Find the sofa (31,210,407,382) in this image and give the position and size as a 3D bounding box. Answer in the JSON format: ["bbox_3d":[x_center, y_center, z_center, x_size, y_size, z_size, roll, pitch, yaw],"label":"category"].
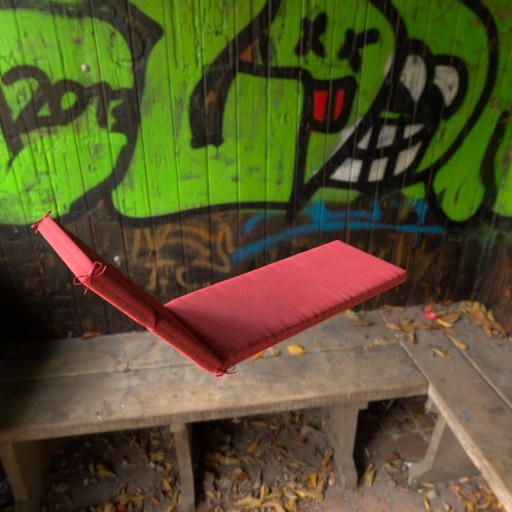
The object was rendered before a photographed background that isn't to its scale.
[{"bbox_3d":[0.000,0.000,1.987,1.663,0.622,0.582,-19,32,-33],"label":"sofa"}]
